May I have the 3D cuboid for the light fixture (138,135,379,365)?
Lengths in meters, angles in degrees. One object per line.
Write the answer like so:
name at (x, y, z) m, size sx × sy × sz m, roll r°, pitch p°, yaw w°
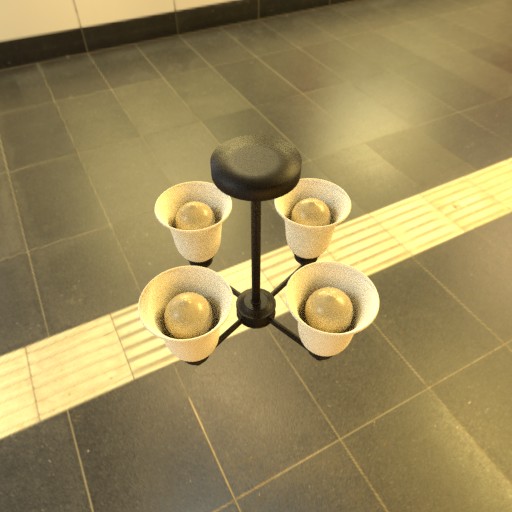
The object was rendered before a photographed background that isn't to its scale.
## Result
light fixture at (0.000, 0.000, 1.792) m, size 1.069 × 0.925 × 1.069 m, roll 34°, pitch 55°, yaw 27°
